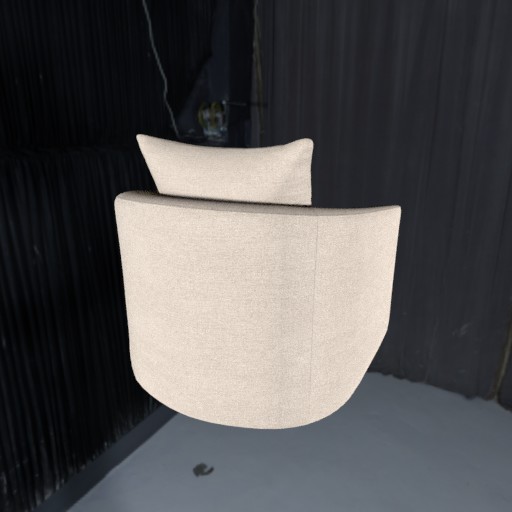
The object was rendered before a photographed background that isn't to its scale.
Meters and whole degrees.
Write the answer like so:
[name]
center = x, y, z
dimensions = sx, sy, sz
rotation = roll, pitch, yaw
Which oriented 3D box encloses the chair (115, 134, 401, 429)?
[chair]
center = 0.000, 0.000, 1.594
dimensions = 0.845, 0.848, 0.910
rotation = 9, 19, 26
